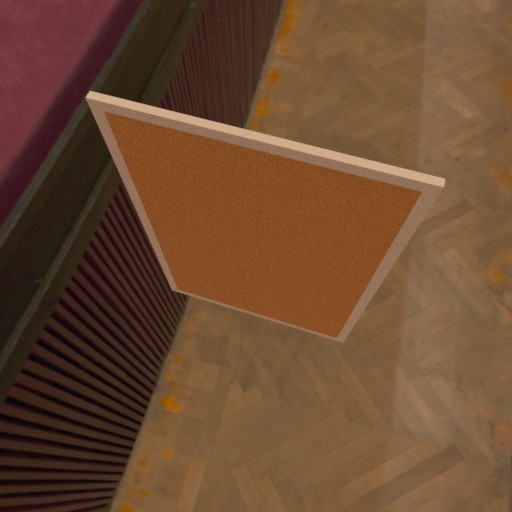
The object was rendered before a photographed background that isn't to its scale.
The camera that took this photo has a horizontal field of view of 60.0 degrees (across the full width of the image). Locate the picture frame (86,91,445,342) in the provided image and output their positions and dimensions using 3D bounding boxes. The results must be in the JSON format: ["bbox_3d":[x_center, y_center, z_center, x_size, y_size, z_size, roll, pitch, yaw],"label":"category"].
[{"bbox_3d":[0.000,0.000,0.836,0.457,0.657,0.013,16,65,8],"label":"picture frame"}]
